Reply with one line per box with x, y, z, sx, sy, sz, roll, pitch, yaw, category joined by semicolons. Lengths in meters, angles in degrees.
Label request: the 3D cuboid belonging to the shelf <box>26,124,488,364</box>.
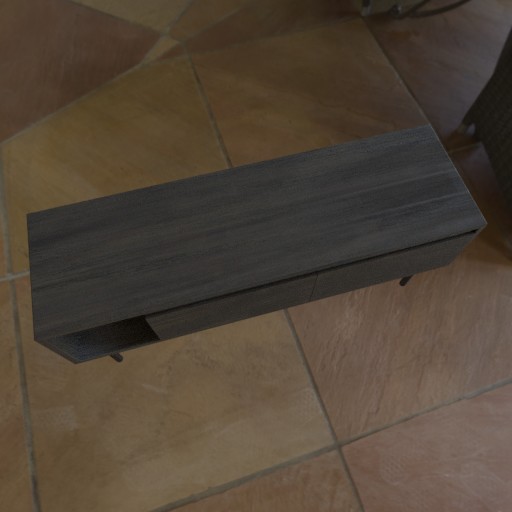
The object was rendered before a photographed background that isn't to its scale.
0.000;0.000;1.524;1.300;0.495;0.400;-14;65;-7;shelf
